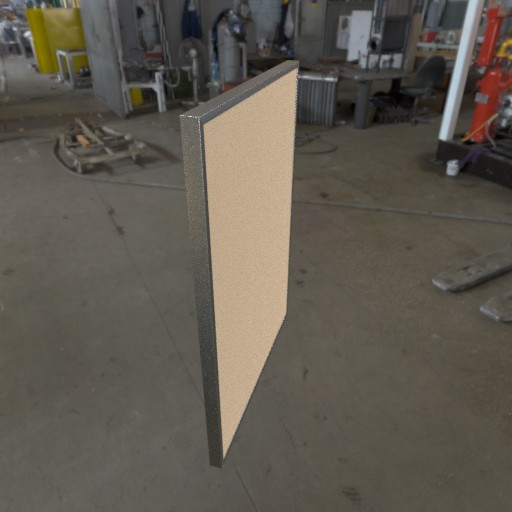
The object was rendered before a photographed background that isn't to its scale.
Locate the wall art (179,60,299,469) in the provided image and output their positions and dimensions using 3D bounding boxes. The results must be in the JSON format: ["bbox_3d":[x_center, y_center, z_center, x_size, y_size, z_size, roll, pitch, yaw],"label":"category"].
[{"bbox_3d":[0.000,0.000,1.424,0.041,1.062,0.803,10,32,15],"label":"wall art"}]
